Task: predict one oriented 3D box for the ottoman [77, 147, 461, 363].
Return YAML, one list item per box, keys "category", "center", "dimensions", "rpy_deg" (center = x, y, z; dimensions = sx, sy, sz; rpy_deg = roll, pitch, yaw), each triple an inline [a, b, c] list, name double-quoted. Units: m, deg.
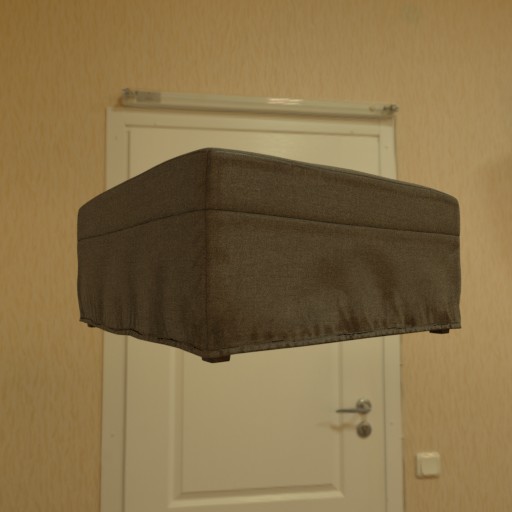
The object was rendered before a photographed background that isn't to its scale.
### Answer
- category: "ottoman"
  center: [0.000, 0.000, 1.318]
  dimensions: [0.840, 0.436, 0.843]
  rpy_deg: [2, -4, -36]
